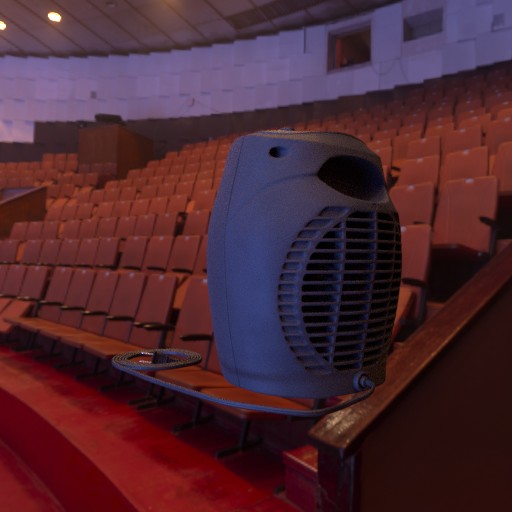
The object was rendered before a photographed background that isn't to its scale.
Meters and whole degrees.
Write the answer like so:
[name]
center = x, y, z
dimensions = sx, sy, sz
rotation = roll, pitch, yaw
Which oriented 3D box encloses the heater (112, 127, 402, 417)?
[heater]
center = 0.000, 0.000, 0.468
dimensions = 0.239, 0.240, 0.291
rotation = 1, -1, -36
